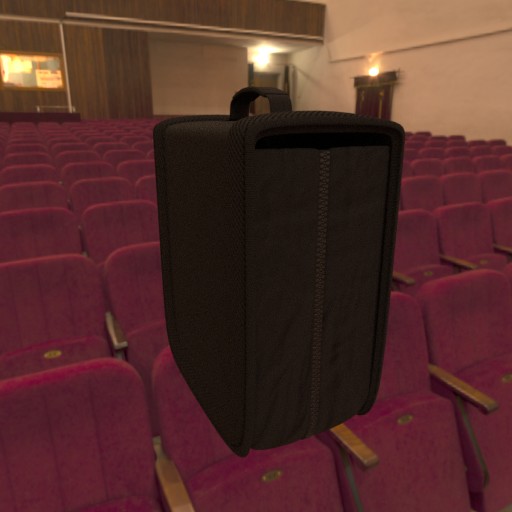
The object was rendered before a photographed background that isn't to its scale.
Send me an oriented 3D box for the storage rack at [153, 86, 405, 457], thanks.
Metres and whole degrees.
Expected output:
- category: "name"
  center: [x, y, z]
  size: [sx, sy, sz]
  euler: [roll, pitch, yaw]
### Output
- category: "storage rack"
  center: [0.000, 0.000, 0.542]
  size: [0.168, 0.387, 0.297]
  euler: [-8, 19, -25]
